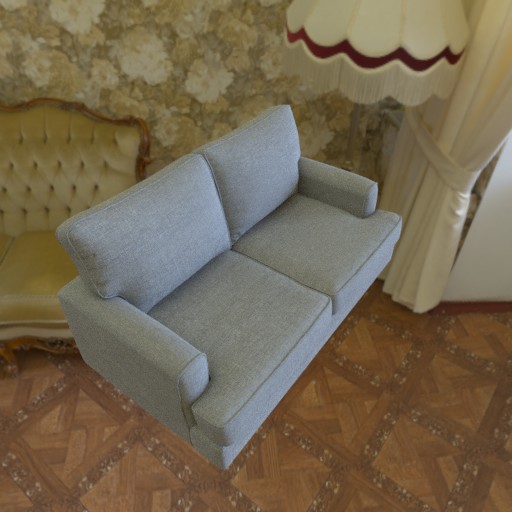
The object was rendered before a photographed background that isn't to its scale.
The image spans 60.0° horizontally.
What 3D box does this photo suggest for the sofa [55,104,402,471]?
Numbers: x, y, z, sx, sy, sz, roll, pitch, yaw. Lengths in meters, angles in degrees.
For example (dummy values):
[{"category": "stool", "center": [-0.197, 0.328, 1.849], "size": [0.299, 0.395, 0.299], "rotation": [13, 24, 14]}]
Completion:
[{"category": "sofa", "center": [0.000, 0.000, 2.241], "size": [0.965, 0.965, 1.651], "rotation": [26, 47, 27]}]
